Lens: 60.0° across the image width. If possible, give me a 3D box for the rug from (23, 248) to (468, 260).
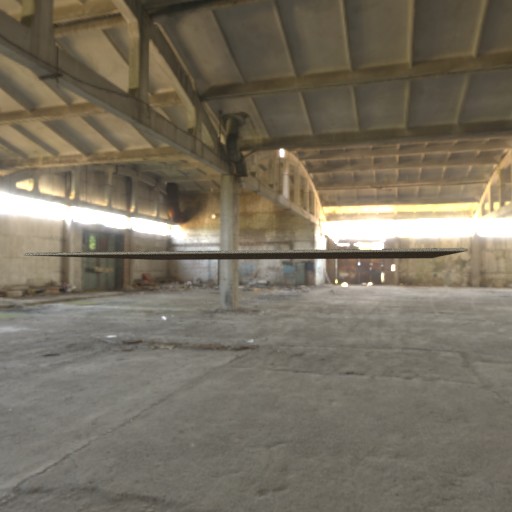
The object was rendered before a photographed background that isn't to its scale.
[{"bbox_3d":[0.000,0.000,2.316,1.831,0.012,1.213,0,-2,17],"label":"rug"}]
